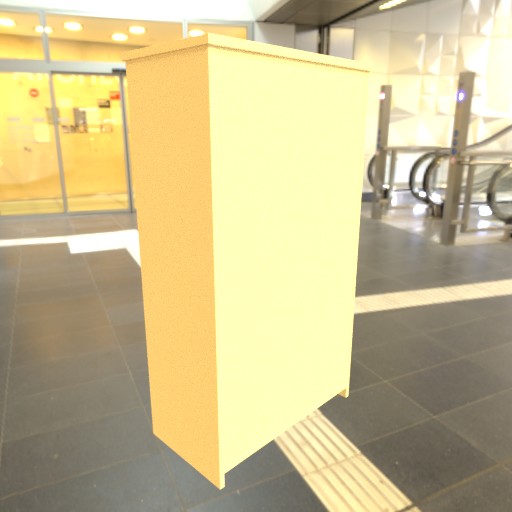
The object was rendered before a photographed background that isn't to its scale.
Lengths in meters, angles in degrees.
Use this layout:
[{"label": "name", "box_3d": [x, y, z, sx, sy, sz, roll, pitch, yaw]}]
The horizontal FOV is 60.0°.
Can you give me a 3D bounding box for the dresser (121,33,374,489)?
[{"label": "dresser", "box_3d": [0.000, 0.000, 1.532, 0.399, 1.255, 0.704, 15, 22, 43]}]
